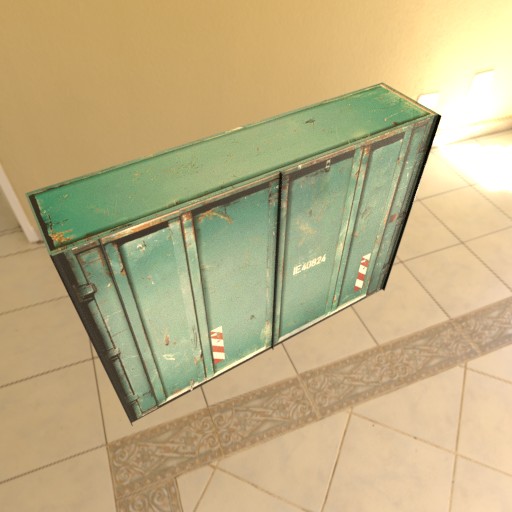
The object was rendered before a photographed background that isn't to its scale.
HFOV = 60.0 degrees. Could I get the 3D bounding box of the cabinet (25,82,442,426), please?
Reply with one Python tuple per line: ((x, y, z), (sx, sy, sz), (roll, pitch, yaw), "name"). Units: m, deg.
((0.000, 0.000, 3.915), (3.001, 2.160, 0.680), (-24, 51, -21), "cabinet")
